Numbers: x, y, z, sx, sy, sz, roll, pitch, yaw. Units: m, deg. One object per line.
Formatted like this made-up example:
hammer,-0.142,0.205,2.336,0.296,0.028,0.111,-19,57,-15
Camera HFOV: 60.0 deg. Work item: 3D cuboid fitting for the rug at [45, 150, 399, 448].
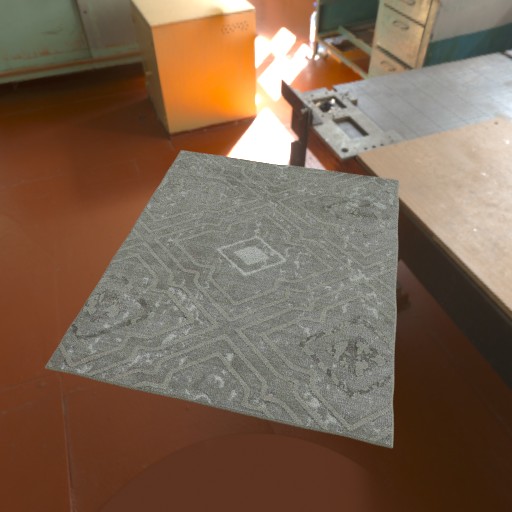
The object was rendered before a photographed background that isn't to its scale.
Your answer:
rug,0.000,0.000,0.880,0.548,0.006,0.639,10,47,9
